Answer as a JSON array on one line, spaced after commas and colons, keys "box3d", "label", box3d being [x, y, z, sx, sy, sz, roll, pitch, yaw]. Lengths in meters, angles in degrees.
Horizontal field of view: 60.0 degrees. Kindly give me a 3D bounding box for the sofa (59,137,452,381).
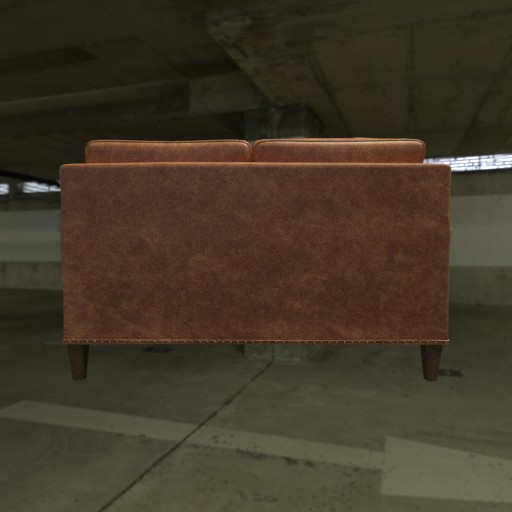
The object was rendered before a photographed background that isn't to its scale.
[{"box3d": [0.000, 0.000, 2.221, 1.597, 1.003, 1.084, 0, 1, 0], "label": "sofa"}]
